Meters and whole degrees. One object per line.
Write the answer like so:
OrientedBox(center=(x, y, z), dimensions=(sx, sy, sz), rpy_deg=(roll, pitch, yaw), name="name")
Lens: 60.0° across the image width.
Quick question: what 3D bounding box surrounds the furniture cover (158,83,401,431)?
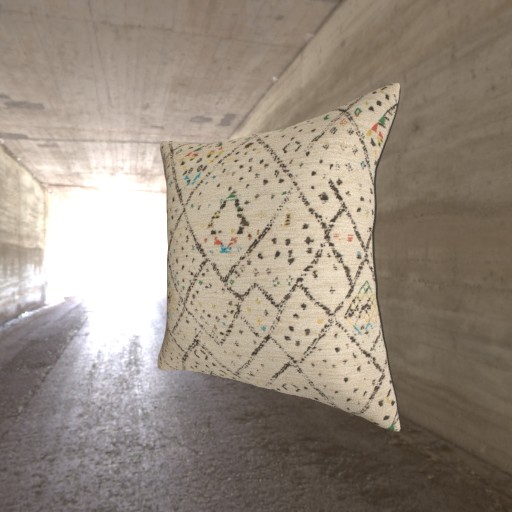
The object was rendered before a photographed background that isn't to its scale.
OrientedBox(center=(0.000, 0.000, 0.792), dimensions=(0.525, 0.498, 0.180), rpy_deg=(0, 1, 38), name="furniture cover")
